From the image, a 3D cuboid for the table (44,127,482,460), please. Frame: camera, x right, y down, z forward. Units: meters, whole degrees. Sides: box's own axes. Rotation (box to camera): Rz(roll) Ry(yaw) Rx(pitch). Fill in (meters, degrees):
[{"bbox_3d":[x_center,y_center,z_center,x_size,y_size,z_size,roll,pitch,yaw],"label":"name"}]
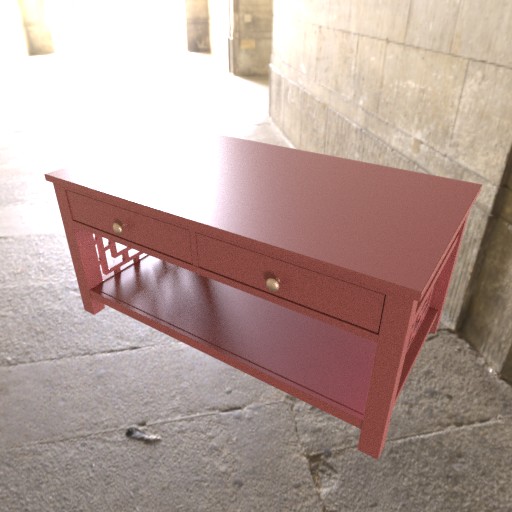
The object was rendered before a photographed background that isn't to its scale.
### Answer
[{"bbox_3d":[0.000,0.000,1.358,1.068,0.493,0.612,18,36,28],"label":"table"}]
